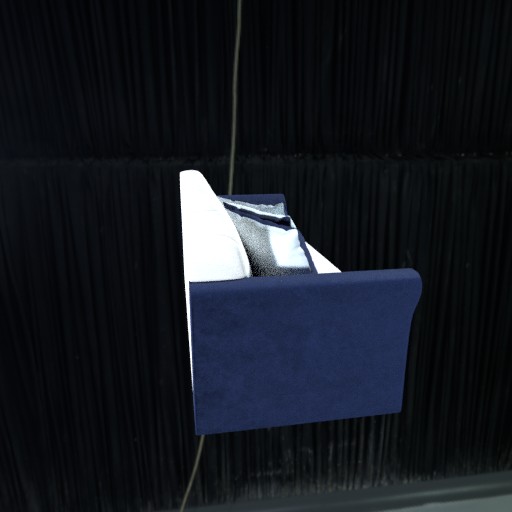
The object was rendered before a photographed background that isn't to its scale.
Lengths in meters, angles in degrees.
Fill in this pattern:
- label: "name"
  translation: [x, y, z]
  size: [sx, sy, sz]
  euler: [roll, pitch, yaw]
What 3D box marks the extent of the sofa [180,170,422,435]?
- label: "sofa"
  translation: [0.000, 0.000, 2.359]
  size: [0.749, 0.789, 2.006]
  euler: [-3, 16, -10]
